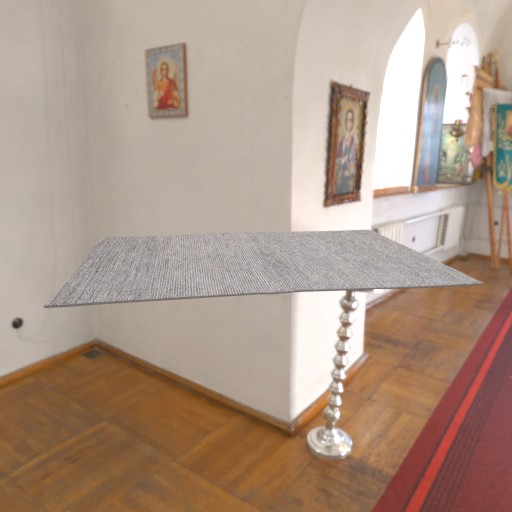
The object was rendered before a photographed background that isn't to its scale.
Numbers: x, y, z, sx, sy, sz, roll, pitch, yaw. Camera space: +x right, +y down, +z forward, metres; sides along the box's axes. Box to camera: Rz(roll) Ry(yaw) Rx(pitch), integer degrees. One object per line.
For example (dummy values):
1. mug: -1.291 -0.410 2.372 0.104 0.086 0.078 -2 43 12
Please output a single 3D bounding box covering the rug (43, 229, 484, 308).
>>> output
1. rug: 0.000 0.000 3.031 2.307 0.030 1.604 -2 14 -8
